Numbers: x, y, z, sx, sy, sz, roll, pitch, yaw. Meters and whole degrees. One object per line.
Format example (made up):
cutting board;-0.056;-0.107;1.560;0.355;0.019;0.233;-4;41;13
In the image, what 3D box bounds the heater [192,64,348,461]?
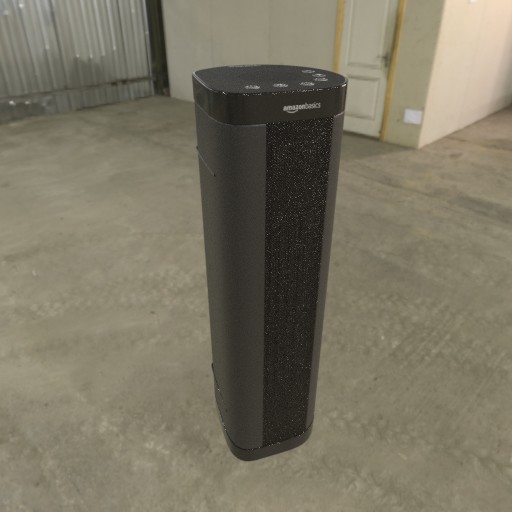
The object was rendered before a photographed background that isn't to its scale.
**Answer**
heater;0.000;0.000;0.691;0.174;0.552;0.312;-9;33;-15
